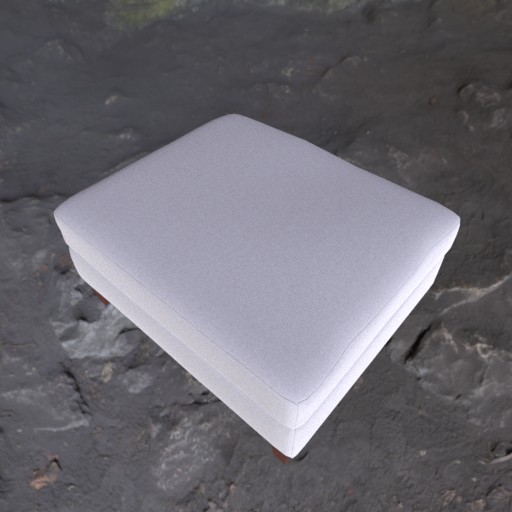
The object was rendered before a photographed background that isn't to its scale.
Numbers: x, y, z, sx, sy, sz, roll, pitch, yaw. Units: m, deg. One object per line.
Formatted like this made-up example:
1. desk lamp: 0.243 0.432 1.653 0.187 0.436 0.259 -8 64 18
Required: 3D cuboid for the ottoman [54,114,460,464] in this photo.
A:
1. ottoman: 0.000 0.000 1.482 0.976 0.492 0.836 32 54 27
